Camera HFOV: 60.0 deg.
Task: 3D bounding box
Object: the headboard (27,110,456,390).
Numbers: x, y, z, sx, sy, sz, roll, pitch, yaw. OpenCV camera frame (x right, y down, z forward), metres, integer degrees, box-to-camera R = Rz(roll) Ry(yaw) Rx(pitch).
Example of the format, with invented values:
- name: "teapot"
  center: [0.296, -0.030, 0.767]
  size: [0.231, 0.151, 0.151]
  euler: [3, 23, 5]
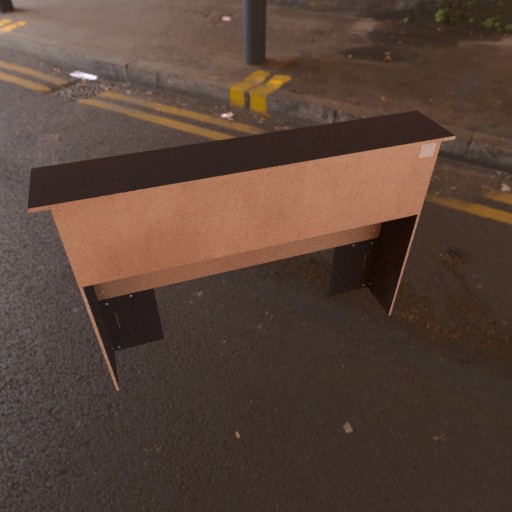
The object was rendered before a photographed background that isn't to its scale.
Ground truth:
- name: "headboard"
  center: [0.000, 0.000, 2.106]
  size: [1.671, 1.092, 0.279]
  euler: [-12, 42, -14]
